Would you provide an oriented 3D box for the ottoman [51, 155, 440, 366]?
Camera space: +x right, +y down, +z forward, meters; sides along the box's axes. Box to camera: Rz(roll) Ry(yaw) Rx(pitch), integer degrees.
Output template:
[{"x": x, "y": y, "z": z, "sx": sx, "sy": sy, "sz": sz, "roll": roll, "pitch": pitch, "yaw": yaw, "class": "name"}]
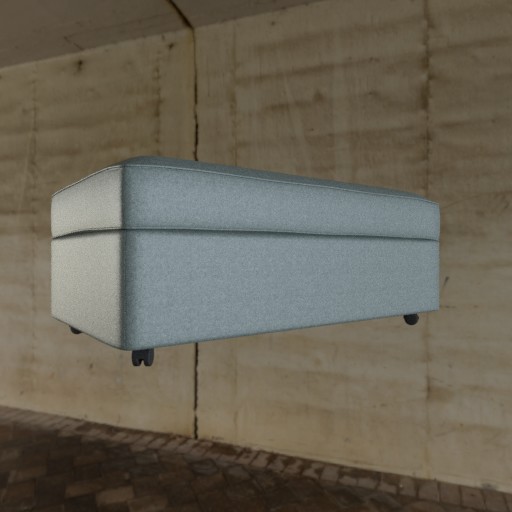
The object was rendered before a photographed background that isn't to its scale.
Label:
[{"x": 0.000, "y": 0.000, "z": 1.506, "sx": 1.173, "sy": 0.494, "sz": 0.681, "roll": 0, "pitch": 0, "yaw": -36, "class": "ottoman"}]
